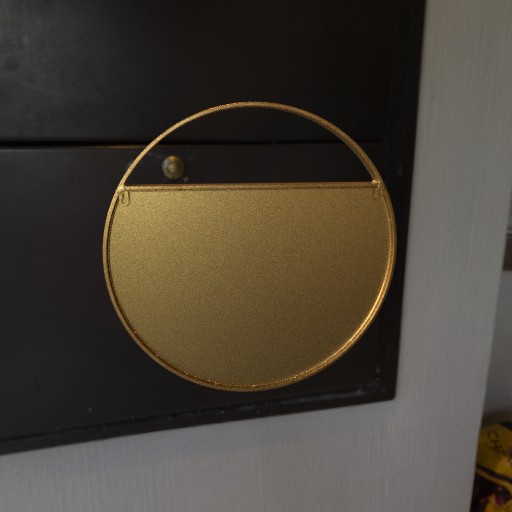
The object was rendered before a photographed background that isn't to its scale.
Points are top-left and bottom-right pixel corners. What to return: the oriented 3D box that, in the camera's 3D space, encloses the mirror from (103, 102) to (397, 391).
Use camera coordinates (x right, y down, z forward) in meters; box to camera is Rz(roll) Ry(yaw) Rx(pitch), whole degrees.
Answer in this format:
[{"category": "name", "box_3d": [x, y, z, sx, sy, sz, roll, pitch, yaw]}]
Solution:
[{"category": "mirror", "box_3d": [0.000, 0.000, 0.861, 0.565, 0.565, 0.032, -2, 14, -9]}]
